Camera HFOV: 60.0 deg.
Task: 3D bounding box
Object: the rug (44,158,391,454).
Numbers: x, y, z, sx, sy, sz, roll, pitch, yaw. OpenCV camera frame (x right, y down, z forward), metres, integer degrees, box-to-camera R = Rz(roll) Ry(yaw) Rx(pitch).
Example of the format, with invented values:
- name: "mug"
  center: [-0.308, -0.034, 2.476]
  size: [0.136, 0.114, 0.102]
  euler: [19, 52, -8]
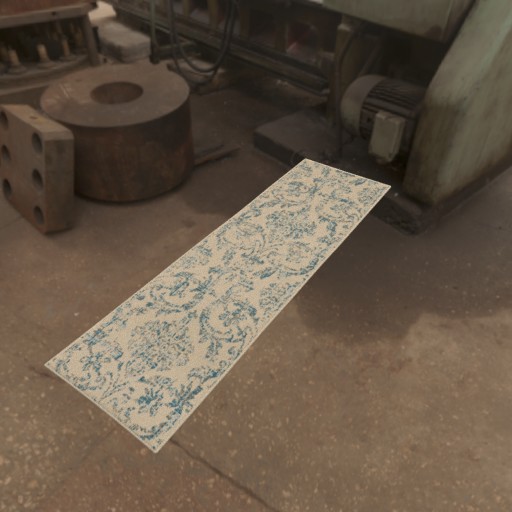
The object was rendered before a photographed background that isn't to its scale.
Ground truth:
- name: "rug"
  center: [0.000, 0.000, 2.417]
  size: [0.662, 0.011, 2.196]
  euler: [25, 47, 26]
